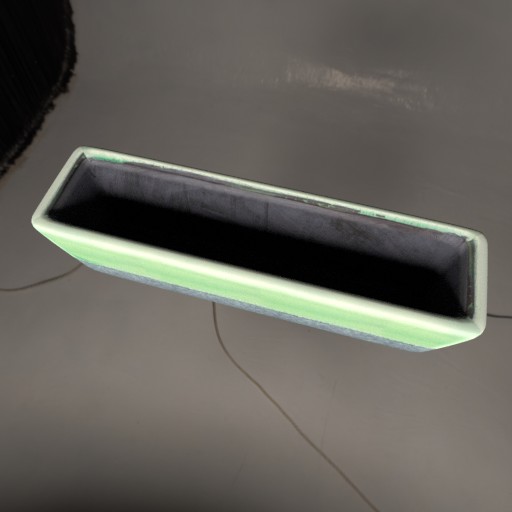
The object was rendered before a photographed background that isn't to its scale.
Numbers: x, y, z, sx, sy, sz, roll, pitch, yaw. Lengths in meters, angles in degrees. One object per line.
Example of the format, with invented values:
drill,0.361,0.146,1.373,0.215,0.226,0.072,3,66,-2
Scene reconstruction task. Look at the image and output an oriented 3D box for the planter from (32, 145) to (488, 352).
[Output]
planter,0.000,0.000,0.302,0.275,0.072,0.072,13,61,8
